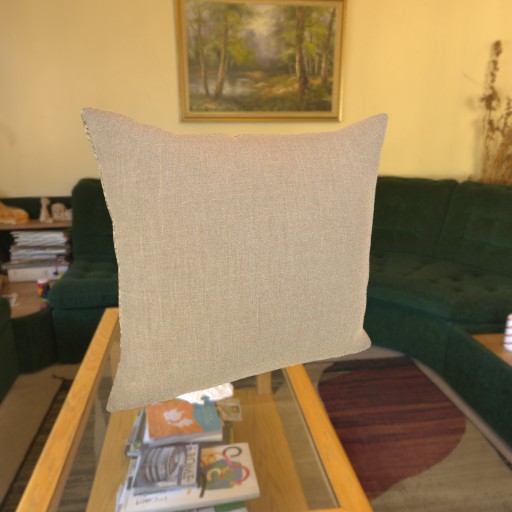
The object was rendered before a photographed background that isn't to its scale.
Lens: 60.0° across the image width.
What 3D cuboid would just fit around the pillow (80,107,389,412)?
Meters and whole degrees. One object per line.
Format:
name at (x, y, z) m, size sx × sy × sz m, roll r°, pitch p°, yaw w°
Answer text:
pillow at (0.000, 0.000, 0.777) m, size 0.546 × 0.487 × 0.180 m, roll -8°, pitch 18°, yaw -25°
